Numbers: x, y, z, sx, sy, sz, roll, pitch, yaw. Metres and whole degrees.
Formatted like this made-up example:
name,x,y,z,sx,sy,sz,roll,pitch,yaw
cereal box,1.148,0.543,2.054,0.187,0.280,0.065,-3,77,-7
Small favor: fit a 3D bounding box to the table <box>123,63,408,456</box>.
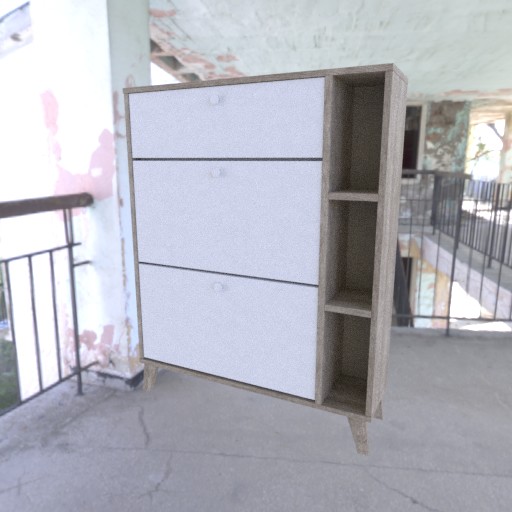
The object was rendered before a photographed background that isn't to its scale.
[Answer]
name,x,y,z,sx,sy,sz,roll,pitch,yaw
table,0.000,0.000,1.547,0.902,1.135,0.256,6,14,26
